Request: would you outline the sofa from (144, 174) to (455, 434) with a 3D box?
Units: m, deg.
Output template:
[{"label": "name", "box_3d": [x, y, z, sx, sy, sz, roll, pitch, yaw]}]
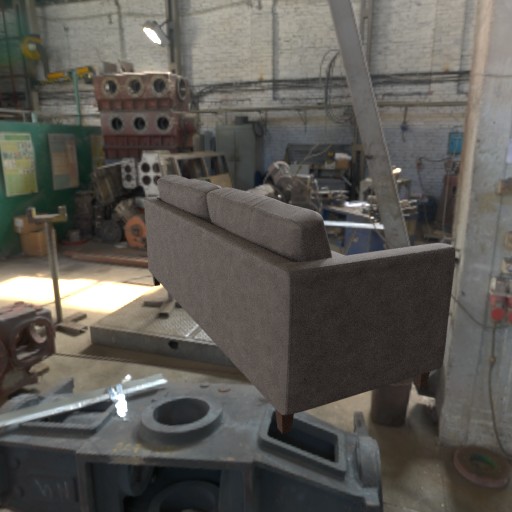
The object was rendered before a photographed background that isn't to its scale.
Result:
[{"label": "sofa", "box_3d": [0.000, 0.000, 2.968, 0.951, 0.965, 2.434, -7, 16, -26]}]
